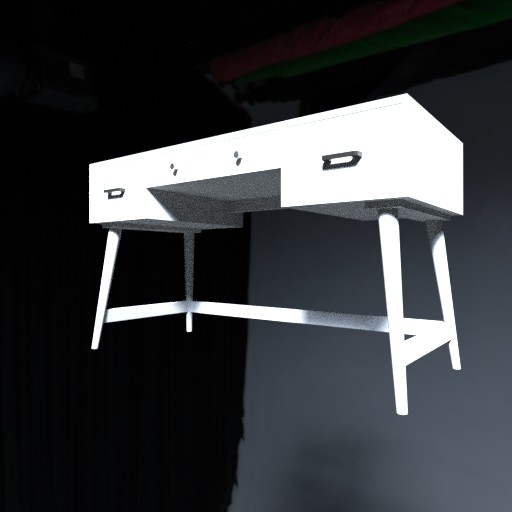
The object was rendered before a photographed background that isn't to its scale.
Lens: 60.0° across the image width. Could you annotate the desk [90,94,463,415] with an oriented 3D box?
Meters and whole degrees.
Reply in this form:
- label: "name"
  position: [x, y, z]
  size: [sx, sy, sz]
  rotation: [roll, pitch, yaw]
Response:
- label: "desk"
  position: [0.000, 0.000, 1.662]
  size: [1.313, 0.762, 0.589]
  rotation: [0, 0, 37]
